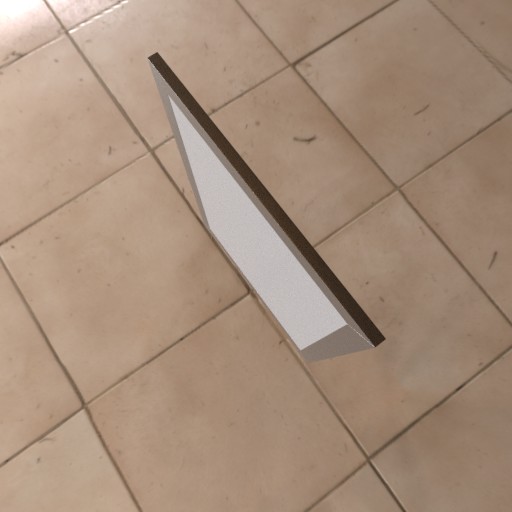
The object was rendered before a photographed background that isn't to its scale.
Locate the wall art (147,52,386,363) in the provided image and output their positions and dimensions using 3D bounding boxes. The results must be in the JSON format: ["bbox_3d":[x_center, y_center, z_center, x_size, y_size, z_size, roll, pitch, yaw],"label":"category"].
[{"bbox_3d":[0.000,0.000,0.689,0.013,0.529,0.376,-35,78,-9],"label":"wall art"}]
